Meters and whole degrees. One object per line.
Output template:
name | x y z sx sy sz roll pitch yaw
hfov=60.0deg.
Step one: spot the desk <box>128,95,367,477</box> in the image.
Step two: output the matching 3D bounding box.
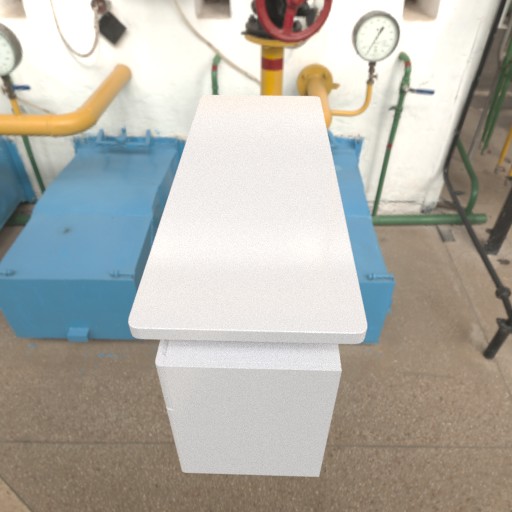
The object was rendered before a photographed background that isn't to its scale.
desk | 0.000 0.000 1.775 0.550 0.762 1.400 1 41 1
